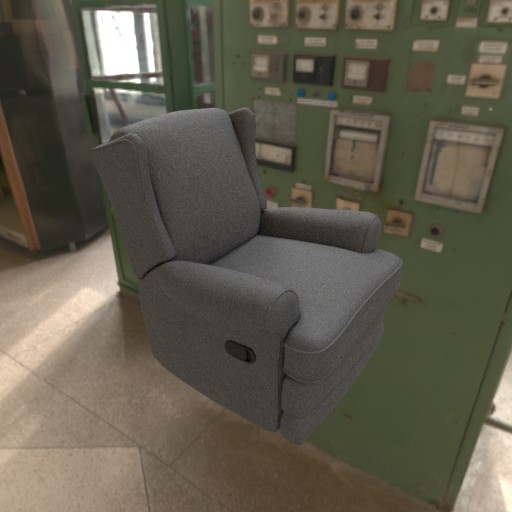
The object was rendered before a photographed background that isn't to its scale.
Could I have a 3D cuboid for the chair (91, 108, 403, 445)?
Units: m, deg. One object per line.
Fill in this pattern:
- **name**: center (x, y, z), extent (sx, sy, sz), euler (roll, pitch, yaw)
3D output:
- **chair**: center (0.000, 0.000, 1.735), extent (0.969, 1.011, 0.847), euler (18, 33, 31)
